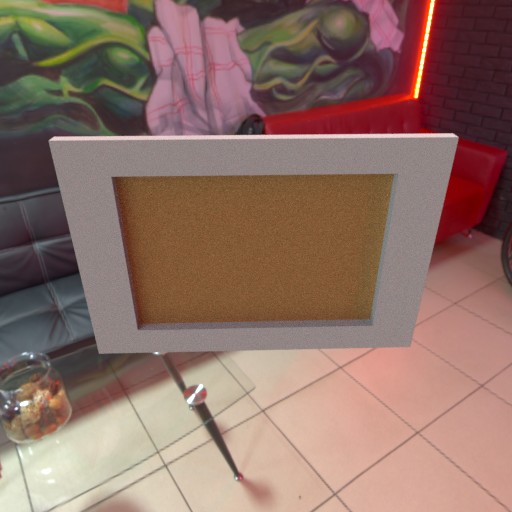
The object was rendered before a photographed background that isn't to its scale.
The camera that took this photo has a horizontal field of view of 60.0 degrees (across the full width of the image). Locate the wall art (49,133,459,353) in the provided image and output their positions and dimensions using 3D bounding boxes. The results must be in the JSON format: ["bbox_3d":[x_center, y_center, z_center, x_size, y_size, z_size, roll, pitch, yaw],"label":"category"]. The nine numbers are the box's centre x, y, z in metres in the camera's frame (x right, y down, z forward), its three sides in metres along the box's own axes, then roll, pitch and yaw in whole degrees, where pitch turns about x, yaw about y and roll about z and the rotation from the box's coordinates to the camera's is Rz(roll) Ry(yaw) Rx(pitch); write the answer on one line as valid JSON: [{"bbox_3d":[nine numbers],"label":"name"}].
[{"bbox_3d":[0.000,0.000,1.147,0.906,0.617,0.033,-1,30,-2],"label":"wall art"}]
